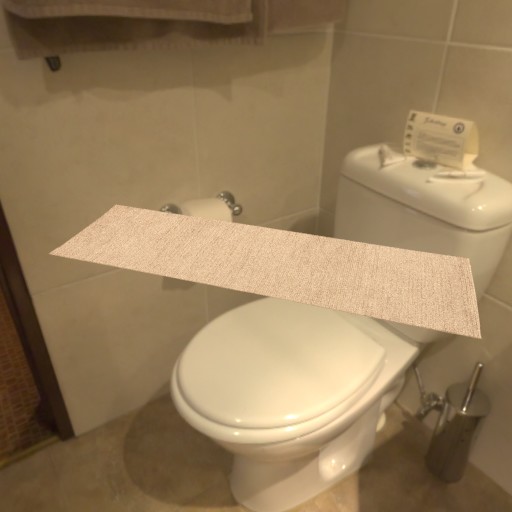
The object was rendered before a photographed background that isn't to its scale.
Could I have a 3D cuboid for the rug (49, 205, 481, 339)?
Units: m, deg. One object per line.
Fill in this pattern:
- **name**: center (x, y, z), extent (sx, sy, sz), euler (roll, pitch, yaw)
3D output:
- **rug**: center (0.000, 0.000, 2.563), extent (2.346, 0.013, 0.712), euler (10, 33, 16)
